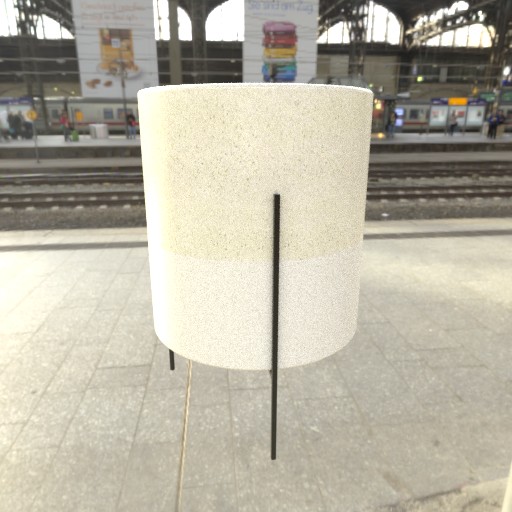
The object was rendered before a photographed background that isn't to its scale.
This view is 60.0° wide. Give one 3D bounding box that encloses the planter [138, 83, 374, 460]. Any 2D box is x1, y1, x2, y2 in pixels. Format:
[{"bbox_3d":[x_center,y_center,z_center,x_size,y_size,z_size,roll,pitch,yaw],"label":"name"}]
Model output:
[{"bbox_3d":[0.000,0.000,0.693,0.324,0.483,0.333,-3,17,-8],"label":"planter"}]
